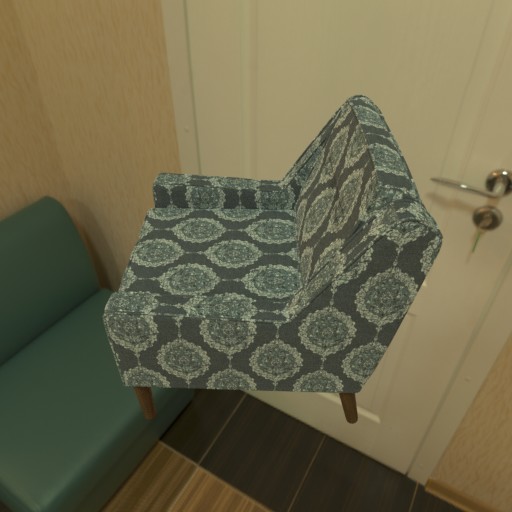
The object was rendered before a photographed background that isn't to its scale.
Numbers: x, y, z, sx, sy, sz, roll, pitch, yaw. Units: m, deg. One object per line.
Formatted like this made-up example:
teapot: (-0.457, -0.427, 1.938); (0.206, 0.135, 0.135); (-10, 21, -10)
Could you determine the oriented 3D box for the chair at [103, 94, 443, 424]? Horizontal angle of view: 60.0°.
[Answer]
chair: (0.000, 0.000, 1.315); (0.743, 0.792, 0.663); (1, 40, 1)
